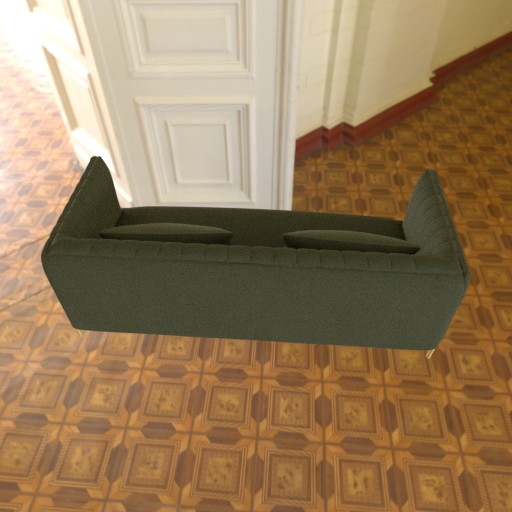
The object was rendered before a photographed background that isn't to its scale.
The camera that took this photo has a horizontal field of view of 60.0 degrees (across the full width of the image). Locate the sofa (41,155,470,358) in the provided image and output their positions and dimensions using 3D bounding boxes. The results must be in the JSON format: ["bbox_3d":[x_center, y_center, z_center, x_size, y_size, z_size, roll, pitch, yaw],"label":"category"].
[{"bbox_3d":[0.000,0.000,2.632,2.137,0.793,0.896,3,47,3],"label":"sofa"}]
